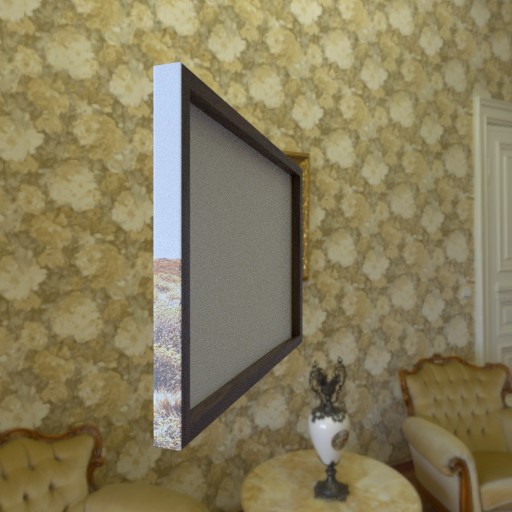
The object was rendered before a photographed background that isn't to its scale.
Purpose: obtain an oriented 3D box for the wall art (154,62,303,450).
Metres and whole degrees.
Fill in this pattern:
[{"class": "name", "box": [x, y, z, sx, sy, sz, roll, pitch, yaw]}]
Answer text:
[{"class": "wall art", "box": [0.000, 0.000, 1.137, 0.050, 0.610, 0.914, 0, 0, 18]}]
